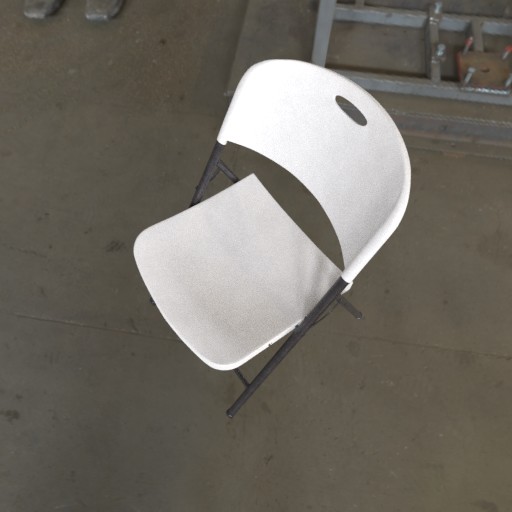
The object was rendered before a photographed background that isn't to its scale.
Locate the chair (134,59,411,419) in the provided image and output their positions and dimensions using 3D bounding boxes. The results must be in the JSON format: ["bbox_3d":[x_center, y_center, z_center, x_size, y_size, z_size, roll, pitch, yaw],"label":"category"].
[{"bbox_3d":[0.000,0.000,1.170,0.566,0.810,0.494,-34,68,-15],"label":"chair"}]
